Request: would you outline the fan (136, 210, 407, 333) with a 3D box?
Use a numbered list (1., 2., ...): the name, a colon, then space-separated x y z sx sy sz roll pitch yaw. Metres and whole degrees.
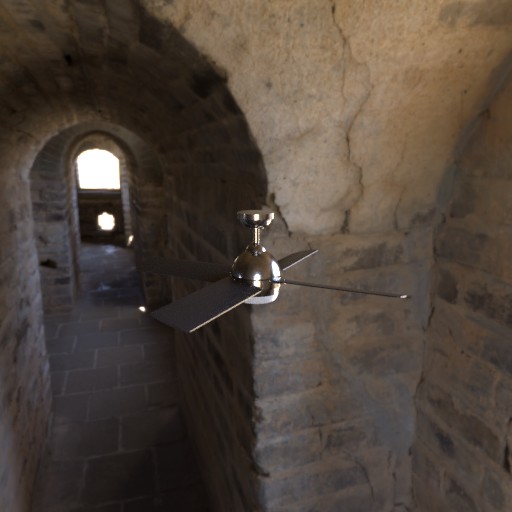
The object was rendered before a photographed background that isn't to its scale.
1. fan: 0.000 0.000 2.033 1.332 0.403 1.332 6 14 26
